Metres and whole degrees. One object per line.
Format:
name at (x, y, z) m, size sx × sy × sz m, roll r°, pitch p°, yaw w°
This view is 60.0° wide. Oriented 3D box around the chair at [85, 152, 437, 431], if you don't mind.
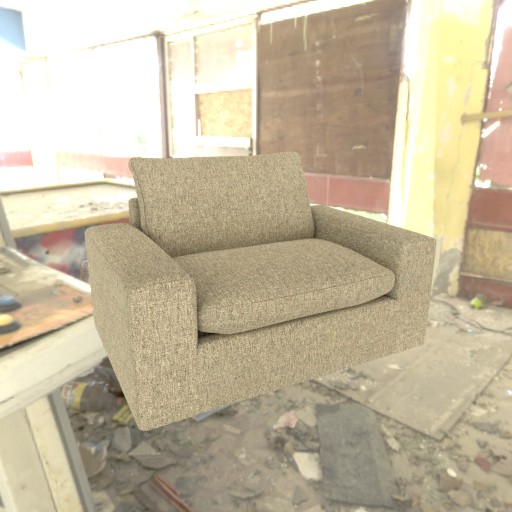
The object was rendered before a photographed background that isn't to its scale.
chair at (0.000, 0.000, 2.114) m, size 1.398 × 0.915 × 1.039 m, roll -8°, pitch 18°, yaw -27°
